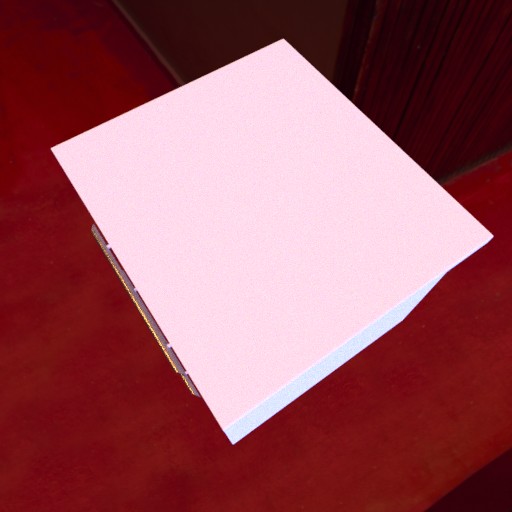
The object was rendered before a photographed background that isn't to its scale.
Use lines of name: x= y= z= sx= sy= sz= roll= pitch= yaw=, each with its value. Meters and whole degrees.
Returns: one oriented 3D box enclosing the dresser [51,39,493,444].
dresser: x=0.000 y=0.000 z=0.723 sx=0.400 sy=0.360 sz=0.430 roll=-32 pitch=67 yaw=-15
